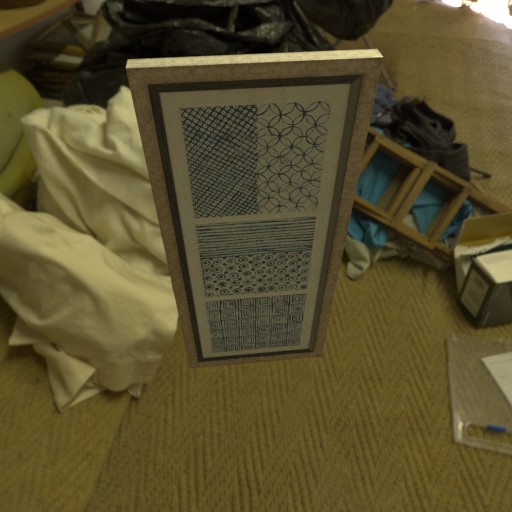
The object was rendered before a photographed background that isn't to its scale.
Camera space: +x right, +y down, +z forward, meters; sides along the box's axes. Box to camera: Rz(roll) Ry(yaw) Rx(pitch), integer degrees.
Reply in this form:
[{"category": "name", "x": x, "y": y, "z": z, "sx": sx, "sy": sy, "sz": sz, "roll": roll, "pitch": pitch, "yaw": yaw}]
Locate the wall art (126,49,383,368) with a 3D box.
[{"category": "wall art", "x": 0.000, "y": 0.000, "z": 1.656, "sx": 0.648, "sy": 1.461, "sz": 0.051, "roll": -4, "pitch": 47, "yaw": -4}]
